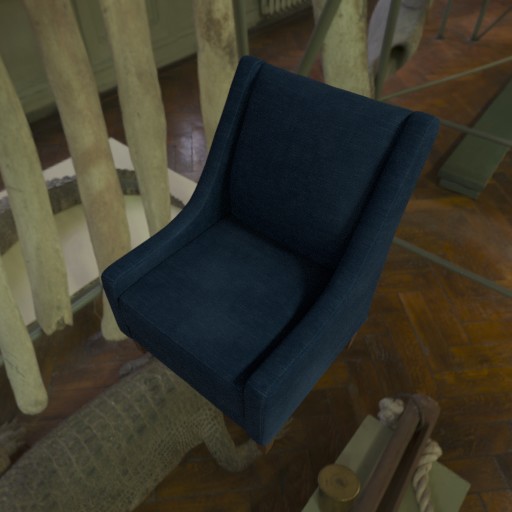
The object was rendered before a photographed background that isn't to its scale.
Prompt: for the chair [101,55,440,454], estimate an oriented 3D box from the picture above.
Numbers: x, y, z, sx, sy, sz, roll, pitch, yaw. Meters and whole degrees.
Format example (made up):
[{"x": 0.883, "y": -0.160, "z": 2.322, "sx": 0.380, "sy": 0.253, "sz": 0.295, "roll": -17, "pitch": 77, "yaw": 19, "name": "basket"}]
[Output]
[{"x": 0.000, "y": 0.000, "z": 1.603, "sx": 0.774, "sy": 1.014, "sz": 0.870, "roll": 30, "pitch": 53, "yaw": 26, "name": "chair"}]
